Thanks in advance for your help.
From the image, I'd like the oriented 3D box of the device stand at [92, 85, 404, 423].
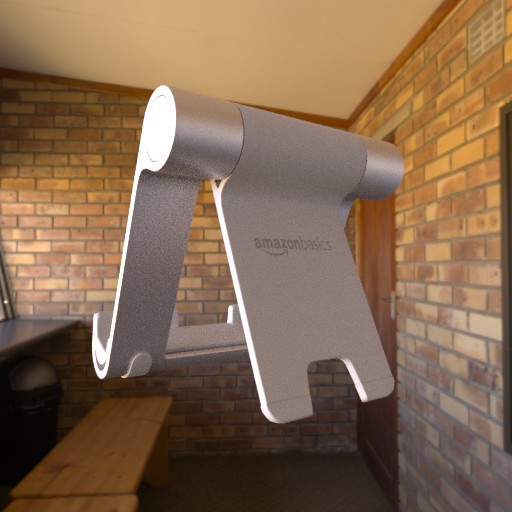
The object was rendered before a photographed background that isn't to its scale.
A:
[{"bbox_3d":[0.000,0.000,0.151,0.086,0.084,0.079,1,-2,-35],"label":"device stand"}]
